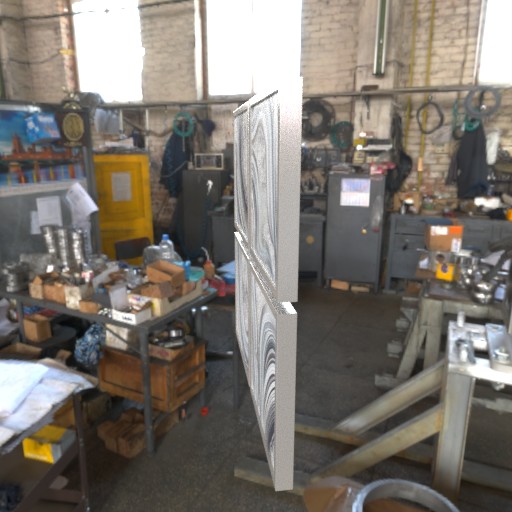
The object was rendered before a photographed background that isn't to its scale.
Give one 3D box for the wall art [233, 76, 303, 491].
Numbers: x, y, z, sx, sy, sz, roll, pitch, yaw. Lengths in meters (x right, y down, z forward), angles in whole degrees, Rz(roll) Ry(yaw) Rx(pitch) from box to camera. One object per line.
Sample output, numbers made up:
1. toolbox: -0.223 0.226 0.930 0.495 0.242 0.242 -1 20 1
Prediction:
1. wall art: 0.000 0.000 0.919 0.029 0.611 0.611 -2 14 -8
